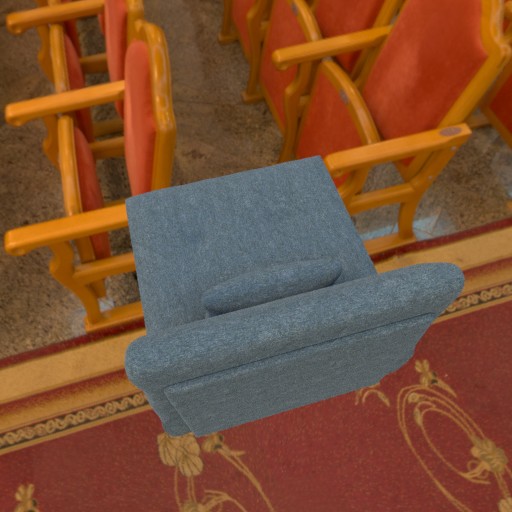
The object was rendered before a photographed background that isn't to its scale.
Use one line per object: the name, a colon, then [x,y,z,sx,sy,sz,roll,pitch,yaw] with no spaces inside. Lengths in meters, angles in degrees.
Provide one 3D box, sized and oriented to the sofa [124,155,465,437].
sofa: [0.000,0.000,1.661,0.930,0.820,1.000,-14,60,-8]
